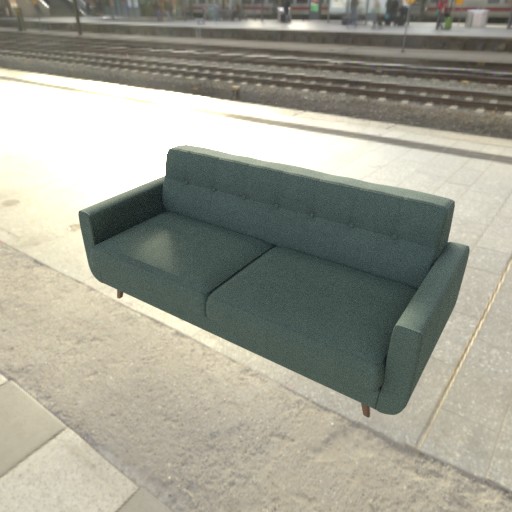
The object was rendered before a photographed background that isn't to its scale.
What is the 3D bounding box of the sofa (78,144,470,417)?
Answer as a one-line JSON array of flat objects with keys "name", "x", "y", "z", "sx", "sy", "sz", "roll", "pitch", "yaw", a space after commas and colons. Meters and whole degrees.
[{"name": "sofa", "x": 0.000, "y": 0.000, "z": 2.492, "sx": 2.029, "sy": 0.841, "sz": 0.909, "roll": 18, "pitch": 34, "yaw": 29}]
